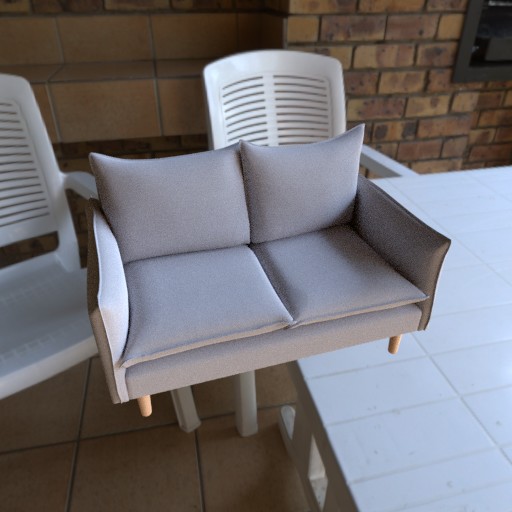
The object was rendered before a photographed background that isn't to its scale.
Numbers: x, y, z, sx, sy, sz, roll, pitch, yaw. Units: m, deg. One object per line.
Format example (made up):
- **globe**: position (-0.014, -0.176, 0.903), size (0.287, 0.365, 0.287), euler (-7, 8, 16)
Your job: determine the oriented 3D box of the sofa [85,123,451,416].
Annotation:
- **sofa**: position (0.000, 0.000, 1.839), size (1.300, 0.840, 0.820), euler (-10, 33, -15)
